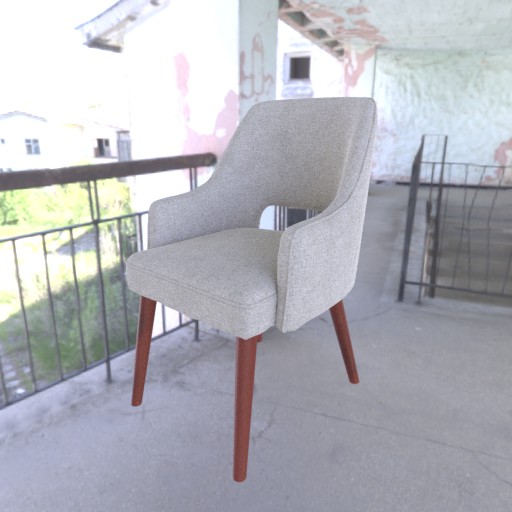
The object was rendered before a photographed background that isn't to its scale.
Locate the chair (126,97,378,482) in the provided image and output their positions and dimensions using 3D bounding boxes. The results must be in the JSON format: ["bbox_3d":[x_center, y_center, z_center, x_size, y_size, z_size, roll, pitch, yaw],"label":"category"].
[{"bbox_3d":[0.000,0.000,1.231,0.548,0.849,0.605,15,22,40],"label":"chair"}]
